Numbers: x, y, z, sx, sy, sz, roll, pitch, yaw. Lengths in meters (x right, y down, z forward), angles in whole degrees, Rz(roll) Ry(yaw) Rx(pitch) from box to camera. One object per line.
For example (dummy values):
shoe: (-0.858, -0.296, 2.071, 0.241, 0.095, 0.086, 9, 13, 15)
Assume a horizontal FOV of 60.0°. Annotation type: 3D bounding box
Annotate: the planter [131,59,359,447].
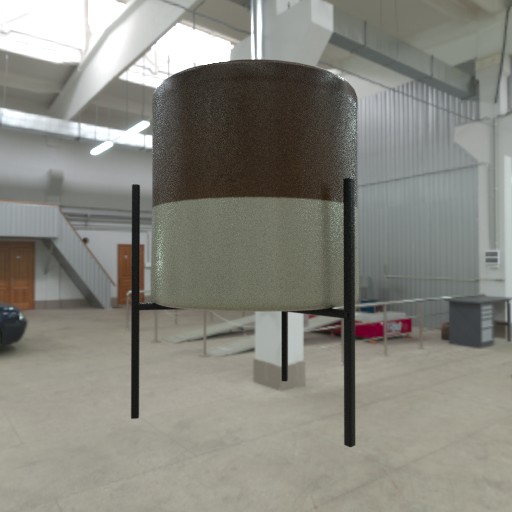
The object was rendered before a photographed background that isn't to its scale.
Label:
planter: (0.000, 0.000, 0.553, 0.255, 0.375, 0.269, 0, -1, 17)
